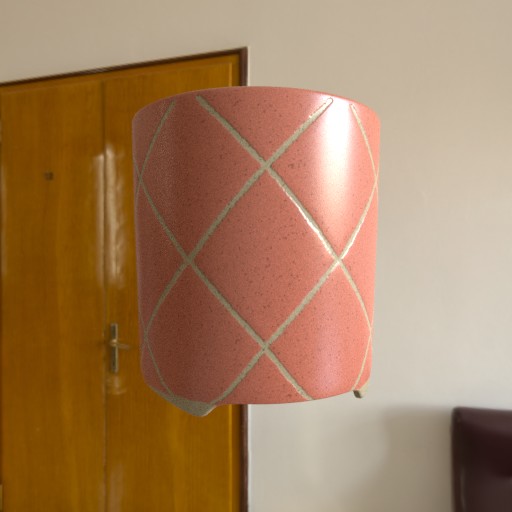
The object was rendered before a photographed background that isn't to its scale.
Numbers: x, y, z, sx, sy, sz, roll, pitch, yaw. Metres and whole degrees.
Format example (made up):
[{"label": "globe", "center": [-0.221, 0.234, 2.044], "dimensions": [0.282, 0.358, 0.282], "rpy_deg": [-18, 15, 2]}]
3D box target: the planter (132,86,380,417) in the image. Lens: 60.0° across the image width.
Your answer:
[{"label": "planter", "center": [0.000, 0.000, 0.353], "dimensions": [0.191, 0.200, 0.191], "rpy_deg": [0, 0, 0]}]
